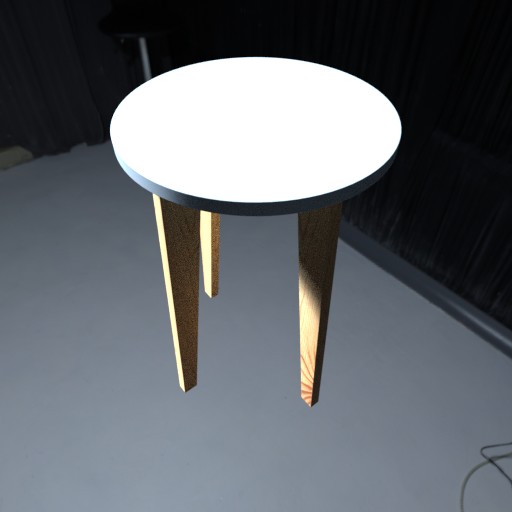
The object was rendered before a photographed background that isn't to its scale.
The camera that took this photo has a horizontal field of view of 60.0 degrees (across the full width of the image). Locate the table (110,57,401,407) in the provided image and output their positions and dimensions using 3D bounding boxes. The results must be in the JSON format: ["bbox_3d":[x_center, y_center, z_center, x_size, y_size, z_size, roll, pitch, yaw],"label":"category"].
[{"bbox_3d":[0.000,0.000,0.724,0.350,0.500,0.350,0,45,0],"label":"table"}]
